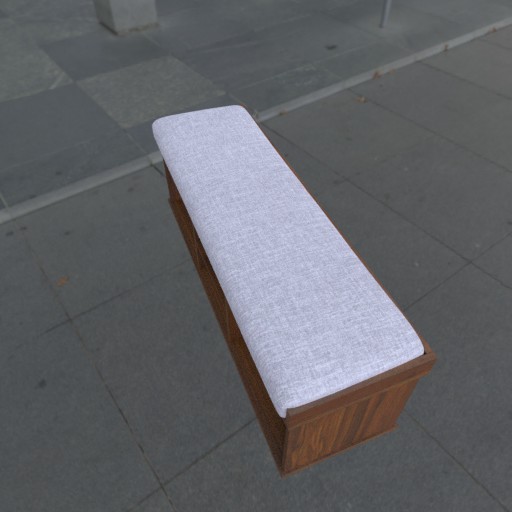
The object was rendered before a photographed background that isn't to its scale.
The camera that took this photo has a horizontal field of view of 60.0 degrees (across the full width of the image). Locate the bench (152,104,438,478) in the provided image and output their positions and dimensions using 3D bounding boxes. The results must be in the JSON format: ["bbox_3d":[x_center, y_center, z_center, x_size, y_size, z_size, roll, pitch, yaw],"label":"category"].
[{"bbox_3d":[0.000,0.000,1.433,0.367,0.468,1.196,-16,49,-15],"label":"bench"}]
